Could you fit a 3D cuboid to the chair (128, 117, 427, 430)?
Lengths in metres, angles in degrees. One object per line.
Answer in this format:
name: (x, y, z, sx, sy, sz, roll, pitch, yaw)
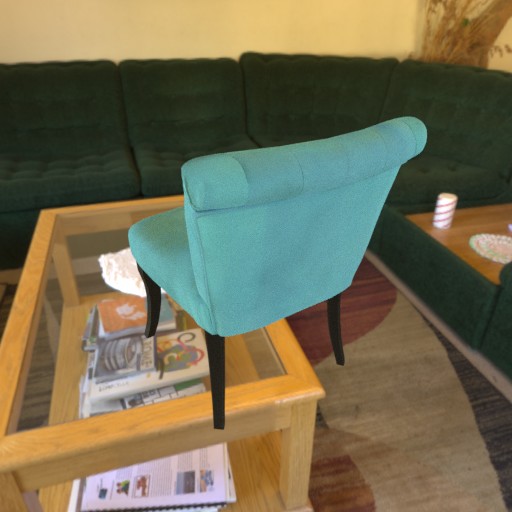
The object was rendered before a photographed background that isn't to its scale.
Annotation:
chair: (0.000, 0.000, 1.189, 0.582, 0.750, 0.605, -19, 35, -29)
